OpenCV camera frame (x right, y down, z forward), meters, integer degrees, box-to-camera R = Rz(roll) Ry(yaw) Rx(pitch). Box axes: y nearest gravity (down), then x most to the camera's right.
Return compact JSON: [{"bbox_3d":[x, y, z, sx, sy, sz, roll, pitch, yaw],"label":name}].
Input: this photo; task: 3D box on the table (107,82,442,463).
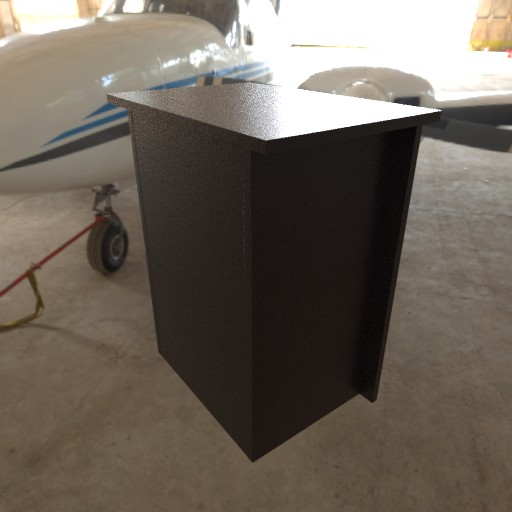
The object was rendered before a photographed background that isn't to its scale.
[{"bbox_3d":[0.000,0.000,1.068,0.408,0.711,0.589,-19,33,-32],"label":"table"}]
